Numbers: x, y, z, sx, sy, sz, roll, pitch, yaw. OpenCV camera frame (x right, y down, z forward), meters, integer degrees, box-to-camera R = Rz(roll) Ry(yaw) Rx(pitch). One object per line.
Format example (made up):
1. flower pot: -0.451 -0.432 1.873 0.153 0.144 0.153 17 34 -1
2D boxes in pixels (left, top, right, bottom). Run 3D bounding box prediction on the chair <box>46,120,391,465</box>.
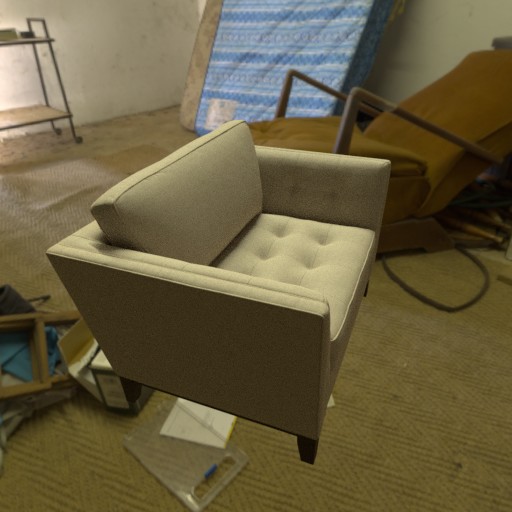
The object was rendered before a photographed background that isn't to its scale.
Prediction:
1. chair: 0.000 0.000 2.022 0.965 0.940 1.397 11 32 19
